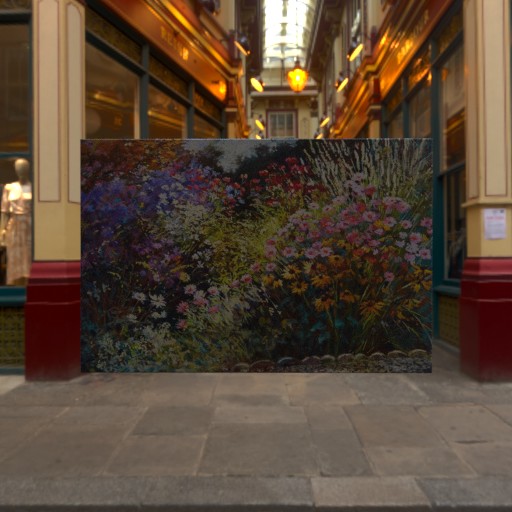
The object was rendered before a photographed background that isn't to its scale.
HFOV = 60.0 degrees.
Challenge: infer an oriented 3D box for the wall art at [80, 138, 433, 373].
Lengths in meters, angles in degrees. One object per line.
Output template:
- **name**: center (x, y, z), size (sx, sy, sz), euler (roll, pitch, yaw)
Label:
- **wall art**: center (0.000, 0.000, 1.163), size (0.908, 0.604, 0.037), euler (0, 0, 0)
